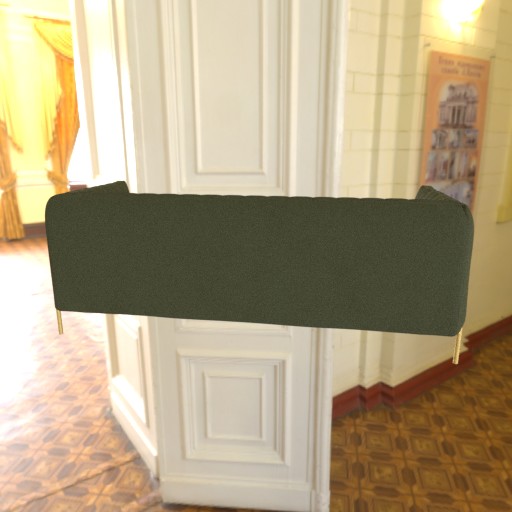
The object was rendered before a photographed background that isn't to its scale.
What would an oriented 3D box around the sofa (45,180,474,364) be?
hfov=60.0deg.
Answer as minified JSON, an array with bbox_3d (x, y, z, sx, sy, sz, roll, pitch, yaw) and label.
[{"bbox_3d":[0.000,0.000,2.577,2.137,0.793,0.896,2,15,9],"label":"sofa"}]
